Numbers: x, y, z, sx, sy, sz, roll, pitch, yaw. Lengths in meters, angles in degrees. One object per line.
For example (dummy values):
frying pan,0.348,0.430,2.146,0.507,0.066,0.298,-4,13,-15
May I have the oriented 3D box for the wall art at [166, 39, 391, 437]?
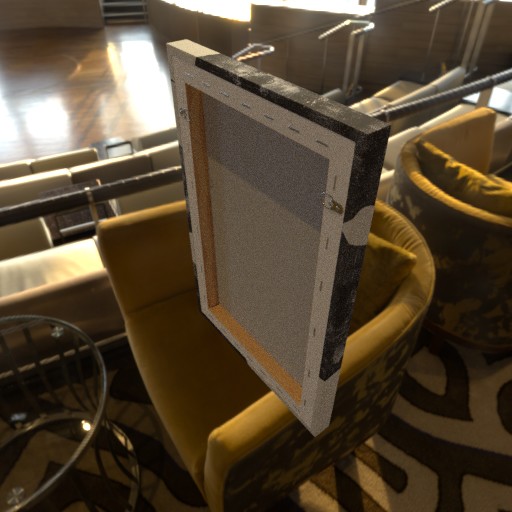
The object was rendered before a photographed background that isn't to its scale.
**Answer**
wall art,0.000,0.000,0.770,0.039,0.610,0.407,-27,47,-28
